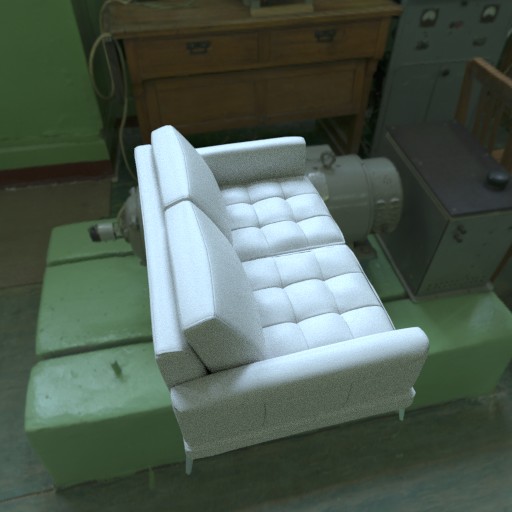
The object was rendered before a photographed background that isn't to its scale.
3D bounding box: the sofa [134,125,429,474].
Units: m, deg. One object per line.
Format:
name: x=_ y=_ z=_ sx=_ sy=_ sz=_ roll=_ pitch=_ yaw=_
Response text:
sofa: x=0.000 y=0.000 z=2.431 sx=1.121 sy=0.930 sz=1.819 roll=-10 pitch=46 yaw=-10
